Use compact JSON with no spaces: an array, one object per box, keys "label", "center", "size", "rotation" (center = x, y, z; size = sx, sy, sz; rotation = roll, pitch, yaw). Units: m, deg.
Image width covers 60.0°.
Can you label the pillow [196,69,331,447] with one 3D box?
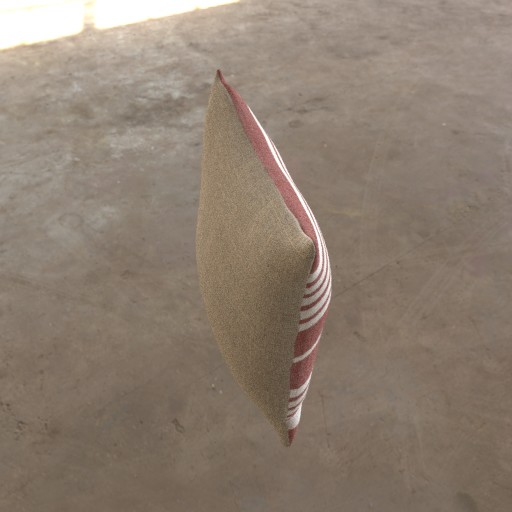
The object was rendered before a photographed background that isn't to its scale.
[{"label":"pillow","center":[0.000,0.000,0.694],"size":[0.182,0.427,0.439],"rotation":[-11,46,-11]}]
